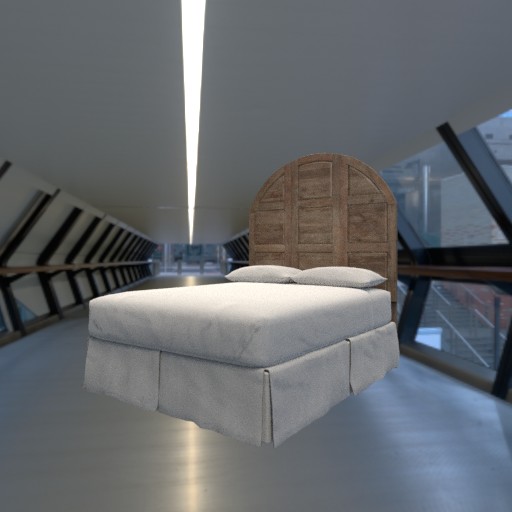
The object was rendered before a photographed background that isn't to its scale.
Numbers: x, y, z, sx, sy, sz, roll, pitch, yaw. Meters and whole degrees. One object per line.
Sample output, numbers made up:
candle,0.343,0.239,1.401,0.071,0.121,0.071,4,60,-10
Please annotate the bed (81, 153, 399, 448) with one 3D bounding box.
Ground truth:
bed,0.000,0.000,3.571,1.713,2.002,2.112,0,0,36
